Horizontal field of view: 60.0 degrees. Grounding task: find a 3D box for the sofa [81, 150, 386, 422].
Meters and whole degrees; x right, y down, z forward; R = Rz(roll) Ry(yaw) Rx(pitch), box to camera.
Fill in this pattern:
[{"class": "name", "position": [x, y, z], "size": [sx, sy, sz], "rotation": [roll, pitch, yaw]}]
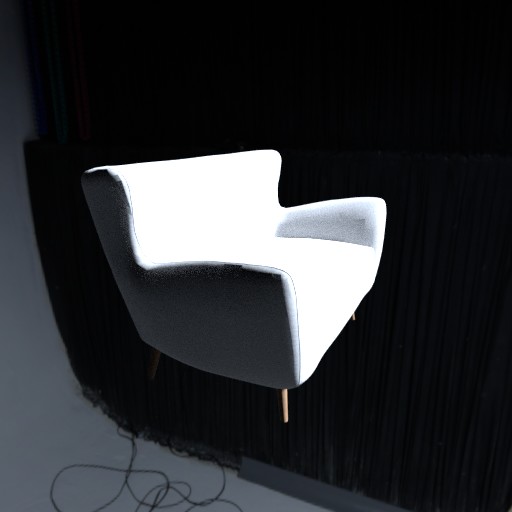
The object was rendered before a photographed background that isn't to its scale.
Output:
[{"class": "sofa", "position": [0.000, 0.000, 2.022], "size": [0.921, 0.878, 1.424], "rotation": [8, 18, 25]}]
